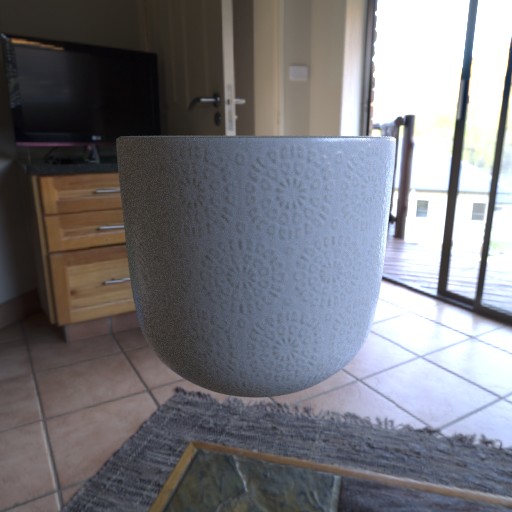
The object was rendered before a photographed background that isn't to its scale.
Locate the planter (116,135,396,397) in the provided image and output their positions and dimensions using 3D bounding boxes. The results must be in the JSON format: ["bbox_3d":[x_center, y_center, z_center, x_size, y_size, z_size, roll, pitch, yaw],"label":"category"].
[{"bbox_3d":[0.000,0.000,0.367,0.208,0.190,0.208,0,15,0],"label":"planter"}]
